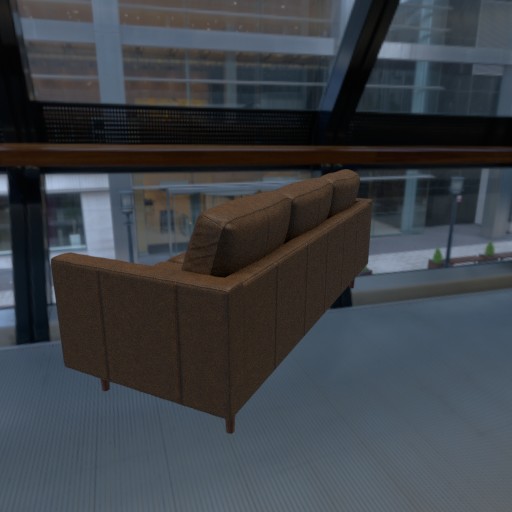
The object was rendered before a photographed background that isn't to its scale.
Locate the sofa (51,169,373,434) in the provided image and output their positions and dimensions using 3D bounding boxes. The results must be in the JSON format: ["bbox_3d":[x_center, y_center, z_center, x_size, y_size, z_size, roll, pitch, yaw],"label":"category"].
[{"bbox_3d":[0.000,0.000,2.707,0.903,0.930,2.231,8,18,25],"label":"sofa"}]
